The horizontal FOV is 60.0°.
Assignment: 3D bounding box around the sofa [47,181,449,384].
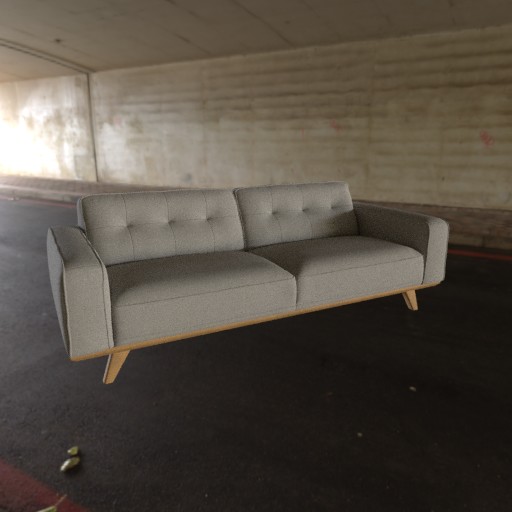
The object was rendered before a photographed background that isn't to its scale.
[{"bbox_3d":[0.000,0.000,2.694,2.270,0.781,0.956,-8,17,-26],"label":"sofa"}]
